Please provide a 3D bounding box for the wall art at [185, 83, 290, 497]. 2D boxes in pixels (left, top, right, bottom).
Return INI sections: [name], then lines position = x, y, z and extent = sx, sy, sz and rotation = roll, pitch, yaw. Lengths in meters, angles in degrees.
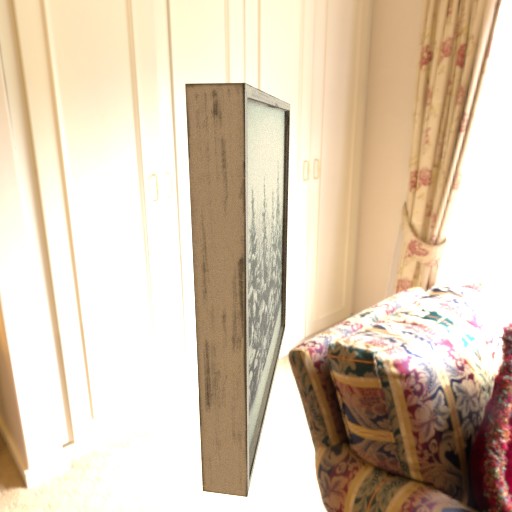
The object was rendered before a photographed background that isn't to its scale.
[wall art]
position = 0.000, 0.000, 0.450
extent = 0.036, 0.303, 0.303
rotation = 3, 17, 9
